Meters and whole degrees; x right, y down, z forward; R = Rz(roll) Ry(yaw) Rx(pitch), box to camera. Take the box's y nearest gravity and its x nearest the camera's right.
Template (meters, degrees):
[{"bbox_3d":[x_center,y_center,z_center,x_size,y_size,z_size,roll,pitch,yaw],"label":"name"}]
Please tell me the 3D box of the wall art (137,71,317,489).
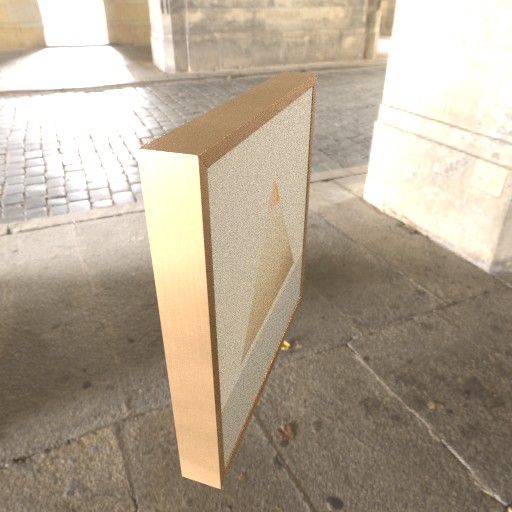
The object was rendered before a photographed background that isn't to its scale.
[{"bbox_3d":[0.000,0.000,0.445,0.038,0.303,0.305,10,32,16],"label":"wall art"}]
